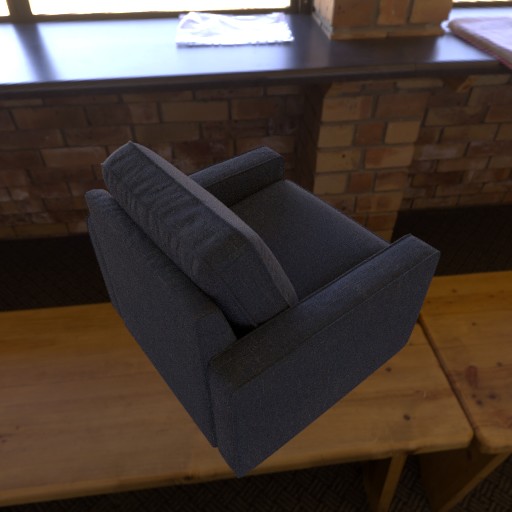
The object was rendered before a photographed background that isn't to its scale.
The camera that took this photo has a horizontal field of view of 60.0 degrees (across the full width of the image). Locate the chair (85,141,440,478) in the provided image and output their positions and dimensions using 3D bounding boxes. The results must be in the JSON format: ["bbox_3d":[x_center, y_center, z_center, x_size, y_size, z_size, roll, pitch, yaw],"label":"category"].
[{"bbox_3d":[0.000,0.000,1.720,0.940,0.919,1.017,-28,49,-27],"label":"chair"}]
